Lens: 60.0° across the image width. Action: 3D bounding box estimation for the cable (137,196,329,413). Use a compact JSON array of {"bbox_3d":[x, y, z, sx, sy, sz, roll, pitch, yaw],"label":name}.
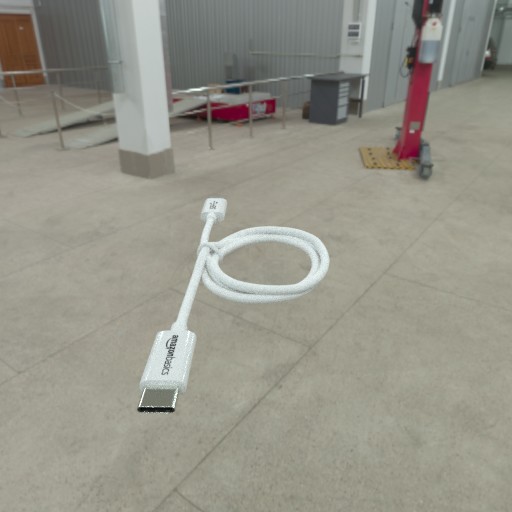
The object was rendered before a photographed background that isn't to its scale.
[{"bbox_3d":[0.000,0.000,0.209,0.070,0.014,0.186,0,26,0],"label":"cable"}]
